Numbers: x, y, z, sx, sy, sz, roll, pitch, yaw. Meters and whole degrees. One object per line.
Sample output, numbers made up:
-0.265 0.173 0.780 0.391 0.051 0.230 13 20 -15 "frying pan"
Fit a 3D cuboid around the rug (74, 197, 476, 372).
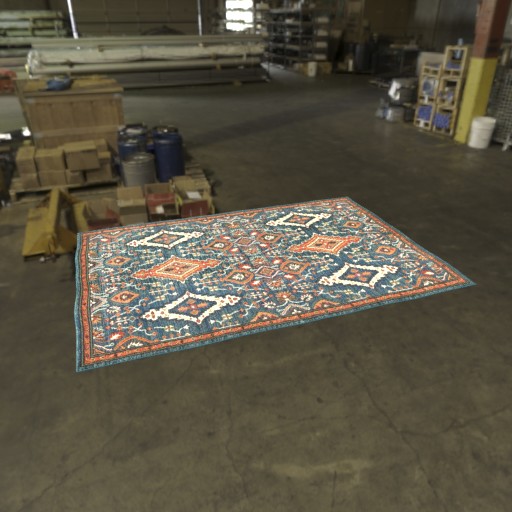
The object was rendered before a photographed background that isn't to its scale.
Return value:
0.000 0.000 3.083 2.373 0.009 1.622 -9 30 -17 "rug"
